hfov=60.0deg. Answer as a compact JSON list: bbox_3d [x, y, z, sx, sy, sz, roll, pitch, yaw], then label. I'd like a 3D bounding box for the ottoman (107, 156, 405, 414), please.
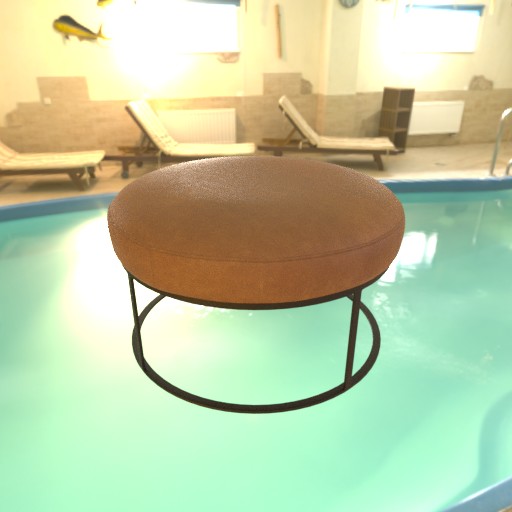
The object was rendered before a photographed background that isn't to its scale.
[{"bbox_3d":[0.000,0.000,1.256,0.771,0.460,0.771,0,25,0],"label":"ottoman"}]
